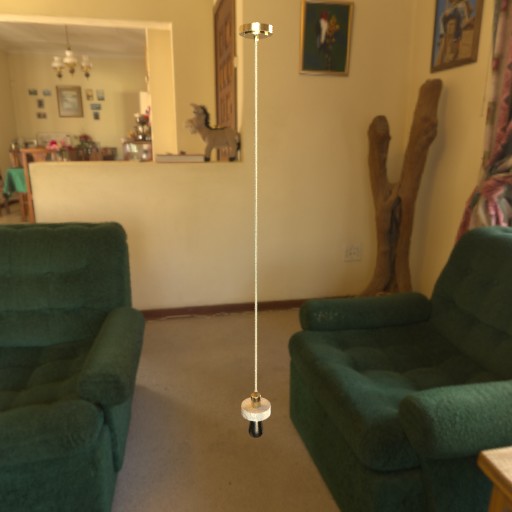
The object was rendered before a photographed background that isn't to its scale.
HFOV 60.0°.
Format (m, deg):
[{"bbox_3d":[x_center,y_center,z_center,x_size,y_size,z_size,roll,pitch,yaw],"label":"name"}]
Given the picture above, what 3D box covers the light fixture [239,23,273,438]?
[{"bbox_3d":[0.000,0.000,1.777,0.129,1.669,0.129,-7,16,-27],"label":"light fixture"}]
